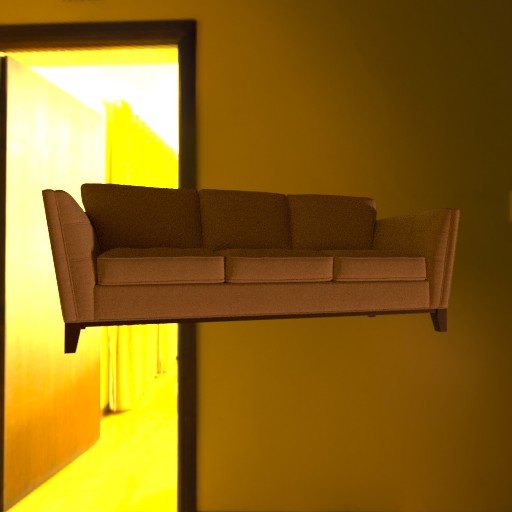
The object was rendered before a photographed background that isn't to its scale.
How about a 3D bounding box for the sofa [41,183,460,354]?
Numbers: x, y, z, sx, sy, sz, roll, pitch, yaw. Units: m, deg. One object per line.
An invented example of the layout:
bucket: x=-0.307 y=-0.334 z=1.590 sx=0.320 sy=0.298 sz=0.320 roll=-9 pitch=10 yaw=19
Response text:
sofa: x=0.000 y=0.000 z=2.855 sx=2.388 sy=0.940 sz=0.965 roll=0 pitch=-1 yaw=-18
